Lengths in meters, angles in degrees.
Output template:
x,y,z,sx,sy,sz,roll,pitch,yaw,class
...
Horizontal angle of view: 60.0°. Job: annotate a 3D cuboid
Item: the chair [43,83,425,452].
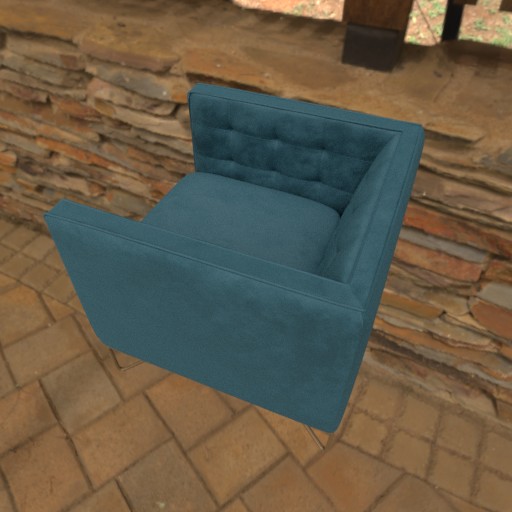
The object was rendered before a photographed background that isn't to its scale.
x,y,z,sx,sy,sz,roll,pitch,yaw,class
0.000,0.000,1.582,0.894,0.790,0.880,17,48,16,chair
